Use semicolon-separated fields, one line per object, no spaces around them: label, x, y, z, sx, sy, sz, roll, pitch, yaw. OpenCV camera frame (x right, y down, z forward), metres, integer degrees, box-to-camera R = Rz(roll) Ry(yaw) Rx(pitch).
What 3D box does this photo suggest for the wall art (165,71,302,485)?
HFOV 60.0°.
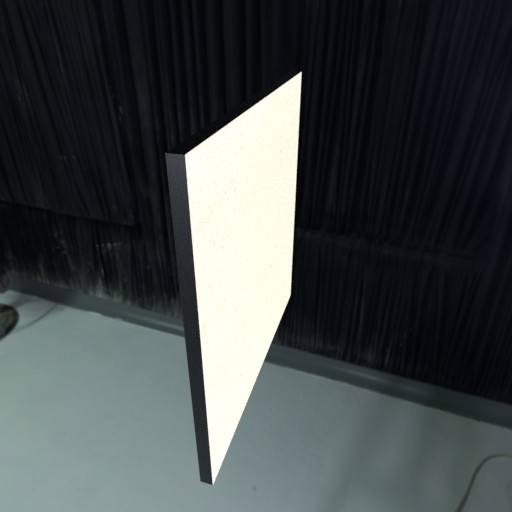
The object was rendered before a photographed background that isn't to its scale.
wall art;0.000;0.000;1.136;0.031;0.775;0.773;9;32;15
